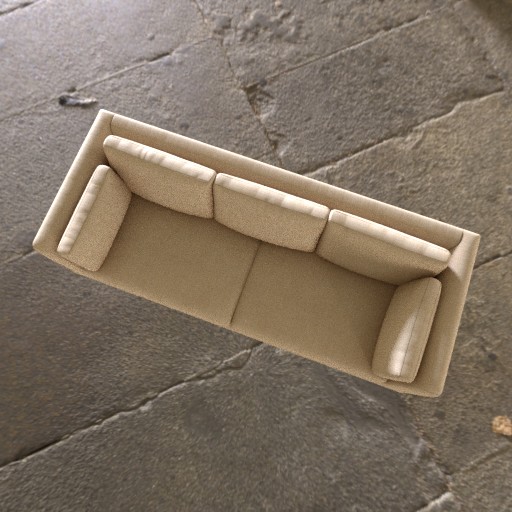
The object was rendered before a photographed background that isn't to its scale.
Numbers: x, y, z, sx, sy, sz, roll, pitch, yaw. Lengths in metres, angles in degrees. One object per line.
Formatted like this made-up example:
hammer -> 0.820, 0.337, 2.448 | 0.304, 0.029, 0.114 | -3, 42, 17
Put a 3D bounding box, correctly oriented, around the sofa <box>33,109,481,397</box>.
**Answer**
sofa -> 0.000, 0.000, 2.843 | 2.415, 0.867, 0.969 | 19, 76, 5
